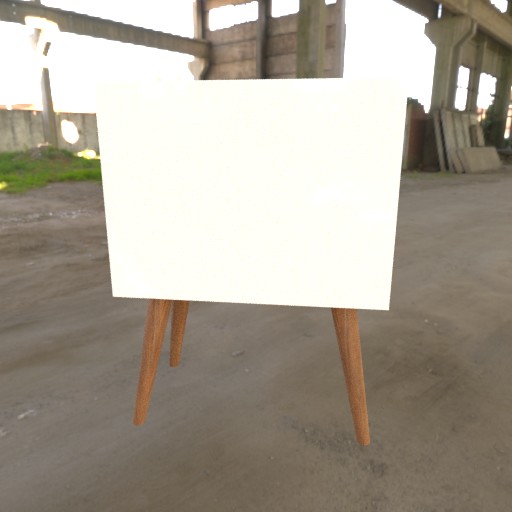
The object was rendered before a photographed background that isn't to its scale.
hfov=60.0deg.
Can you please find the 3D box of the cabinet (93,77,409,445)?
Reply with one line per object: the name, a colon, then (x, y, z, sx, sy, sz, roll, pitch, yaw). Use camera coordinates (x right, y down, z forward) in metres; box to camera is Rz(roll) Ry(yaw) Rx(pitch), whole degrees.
cabinet: (0.000, 0.000, 1.087, 0.591, 0.772, 0.344, 2, 16, 7)
